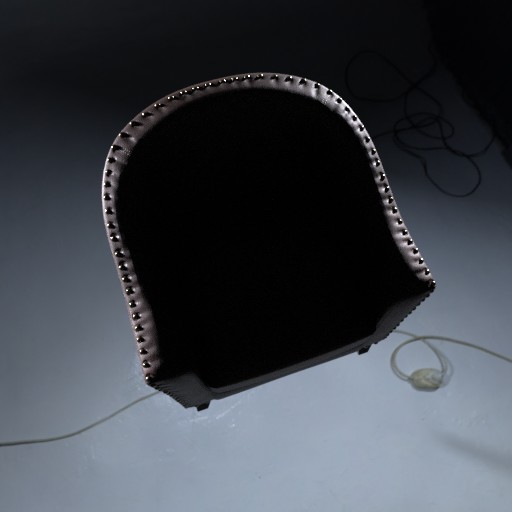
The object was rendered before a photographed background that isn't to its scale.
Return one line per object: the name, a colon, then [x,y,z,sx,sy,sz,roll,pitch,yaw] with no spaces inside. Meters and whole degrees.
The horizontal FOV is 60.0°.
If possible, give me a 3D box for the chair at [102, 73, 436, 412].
chair: [0.000,0.000,1.445,0.794,0.823,0.748,-17,65,-8]
